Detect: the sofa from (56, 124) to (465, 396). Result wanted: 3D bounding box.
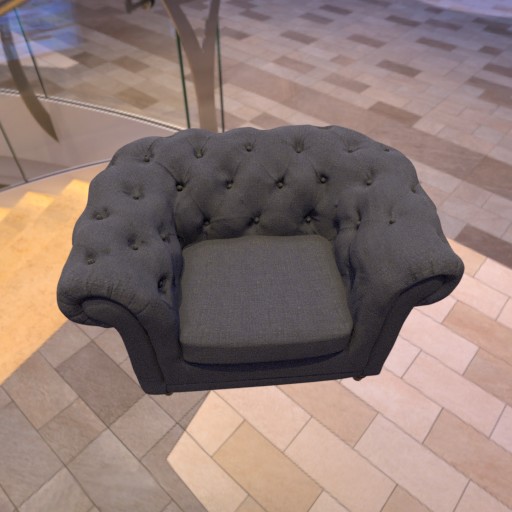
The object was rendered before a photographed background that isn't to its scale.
[{"bbox_3d":[0.000,0.000,2.022,1.405,0.878,1.032,-3,47,-3],"label":"sofa"}]
